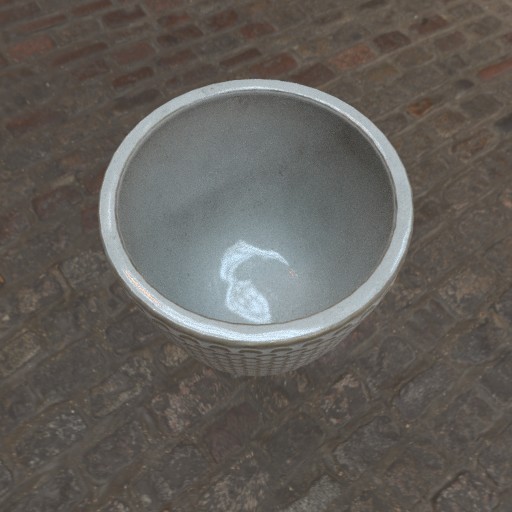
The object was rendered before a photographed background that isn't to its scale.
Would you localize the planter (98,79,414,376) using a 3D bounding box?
[{"bbox_3d":[0.000,0.000,0.311,0.173,0.160,0.173,0,64,0],"label":"planter"}]
